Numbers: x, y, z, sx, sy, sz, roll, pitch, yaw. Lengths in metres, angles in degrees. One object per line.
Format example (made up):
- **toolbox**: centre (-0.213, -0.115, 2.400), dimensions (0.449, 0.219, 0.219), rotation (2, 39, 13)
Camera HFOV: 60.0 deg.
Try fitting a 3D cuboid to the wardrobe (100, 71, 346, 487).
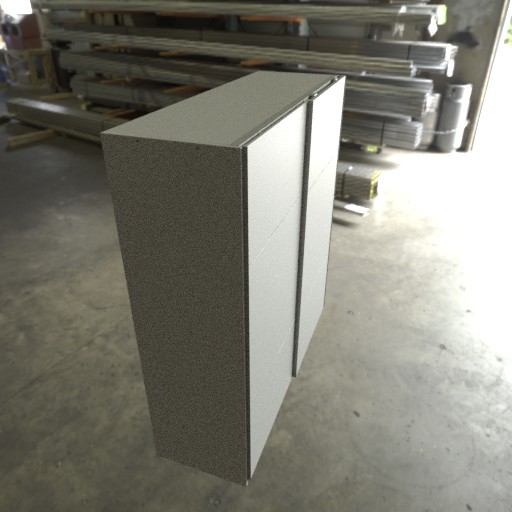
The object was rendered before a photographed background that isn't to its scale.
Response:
- **wardrobe**: centre (0.000, 0.000, 2.830), dimensions (0.629, 1.960, 1.780), rotation (11, 32, 17)
